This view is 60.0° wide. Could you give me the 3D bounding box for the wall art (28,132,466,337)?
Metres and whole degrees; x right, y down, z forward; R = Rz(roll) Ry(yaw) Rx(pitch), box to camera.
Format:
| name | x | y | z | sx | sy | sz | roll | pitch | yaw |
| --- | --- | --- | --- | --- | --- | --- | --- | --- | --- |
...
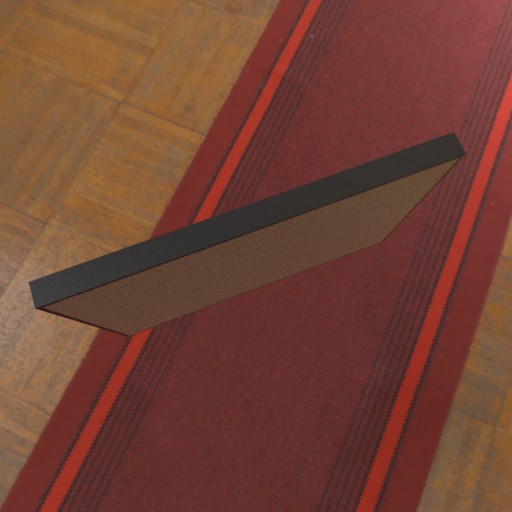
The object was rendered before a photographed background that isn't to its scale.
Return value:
| name | x | y | z | sx | sy | sz | roll | pitch | yaw |
| --- | --- | --- | --- | --- | --- | --- | --- | --- | --- |
| wall art | 0.000 | 0.000 | 1.218 | 0.939 | 0.640 | 0.058 | -20 | 76 | -5 |
